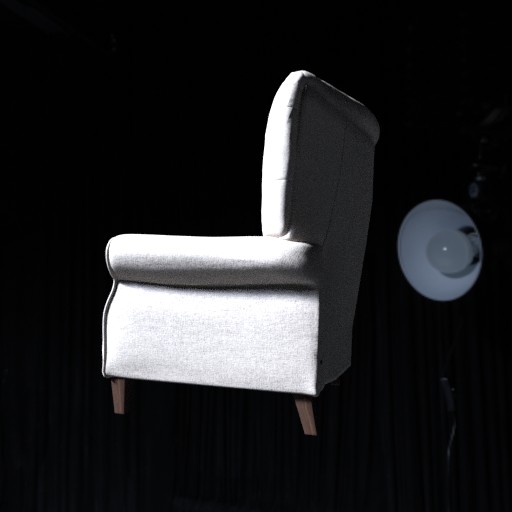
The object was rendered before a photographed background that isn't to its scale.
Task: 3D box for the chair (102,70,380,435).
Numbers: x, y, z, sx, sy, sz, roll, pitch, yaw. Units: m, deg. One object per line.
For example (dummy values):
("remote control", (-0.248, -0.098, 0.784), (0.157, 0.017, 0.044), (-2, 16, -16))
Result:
("chair", (0.000, 0.000, 1.899), (1.025, 1.209, 0.942), (0, -1, 18))
